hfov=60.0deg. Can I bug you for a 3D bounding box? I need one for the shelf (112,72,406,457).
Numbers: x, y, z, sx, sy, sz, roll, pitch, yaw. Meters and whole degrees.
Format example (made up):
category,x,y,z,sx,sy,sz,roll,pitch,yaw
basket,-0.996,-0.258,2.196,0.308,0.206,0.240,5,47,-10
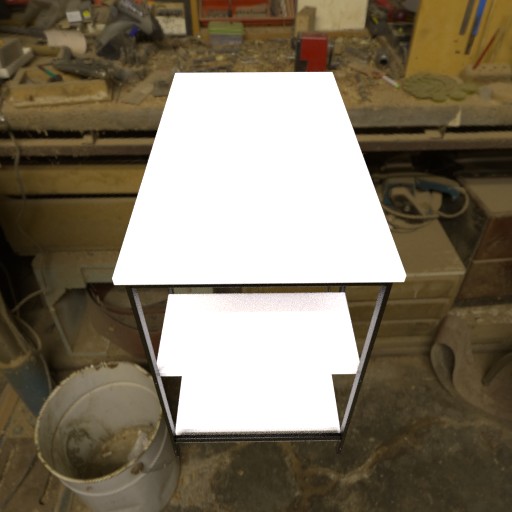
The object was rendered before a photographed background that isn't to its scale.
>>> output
category,x,y,z,sx,sy,sz,roll,pitch,yaw
shelf,0.000,0.000,1.334,0.498,0.750,0.902,-1,43,-1
